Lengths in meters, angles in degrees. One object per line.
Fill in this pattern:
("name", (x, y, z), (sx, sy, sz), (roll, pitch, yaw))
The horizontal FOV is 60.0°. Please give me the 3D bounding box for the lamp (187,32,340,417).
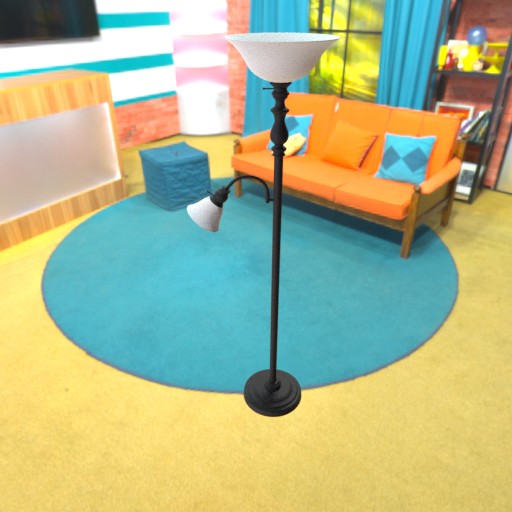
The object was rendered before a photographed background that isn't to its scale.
("lamp", (0.000, 0.000, 2.016), (0.588, 1.793, 0.405), (0, 30, -1))
